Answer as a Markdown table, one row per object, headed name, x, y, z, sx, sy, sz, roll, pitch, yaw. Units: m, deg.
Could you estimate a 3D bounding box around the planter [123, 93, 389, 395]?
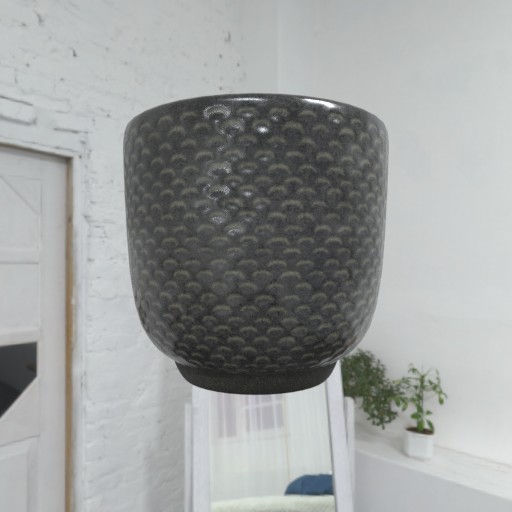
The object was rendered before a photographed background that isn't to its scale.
| name | x | y | z | sx | sy | sz | roll | pitch | yaw |
| --- | --- | --- | --- | --- | --- | --- | --- | --- | --- |
| planter | 0.000 | 0.000 | 0.243 | 0.140 | 0.129 | 0.140 | 0 | 0 | 0 |
